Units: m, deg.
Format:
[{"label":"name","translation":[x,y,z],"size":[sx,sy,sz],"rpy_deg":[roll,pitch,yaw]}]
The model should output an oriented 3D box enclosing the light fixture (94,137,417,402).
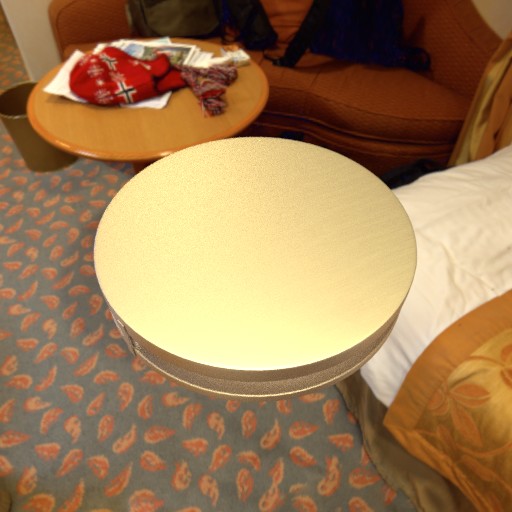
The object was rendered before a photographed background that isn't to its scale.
[{"label":"light fixture","translation":[0.000,0.000,0.536],"size":[0.356,0.102,0.356],"rpy_deg":[0,48,0]}]
